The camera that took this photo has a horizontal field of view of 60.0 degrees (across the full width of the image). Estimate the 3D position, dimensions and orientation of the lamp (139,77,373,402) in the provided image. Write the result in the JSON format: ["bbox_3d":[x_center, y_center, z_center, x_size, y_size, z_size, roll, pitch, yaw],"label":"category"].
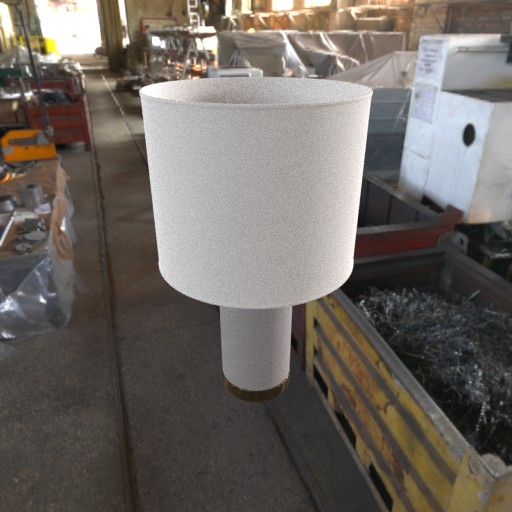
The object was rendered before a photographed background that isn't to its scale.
[{"bbox_3d":[0.000,0.000,0.532,0.229,0.380,0.229,0,27,0],"label":"lamp"}]
